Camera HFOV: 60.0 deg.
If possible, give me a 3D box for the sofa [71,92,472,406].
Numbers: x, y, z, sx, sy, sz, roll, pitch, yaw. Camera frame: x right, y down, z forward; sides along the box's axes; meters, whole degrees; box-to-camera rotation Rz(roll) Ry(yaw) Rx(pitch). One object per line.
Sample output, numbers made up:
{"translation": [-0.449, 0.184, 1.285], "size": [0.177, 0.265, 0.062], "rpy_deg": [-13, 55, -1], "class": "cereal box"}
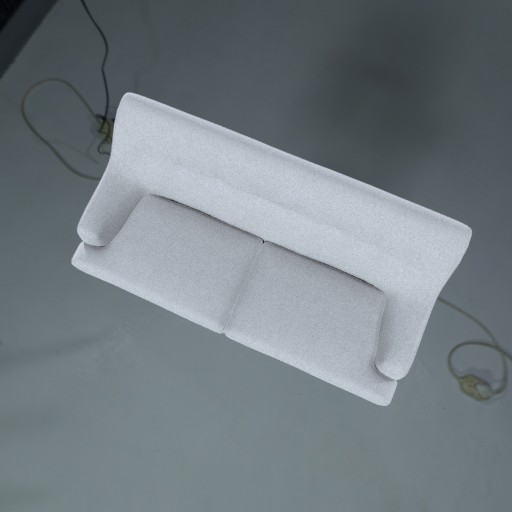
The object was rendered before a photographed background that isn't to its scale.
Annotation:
{"translation": [0.000, 0.000, 2.611], "size": [2.057, 0.871, 0.978], "rpy_deg": [23, 76, 6], "class": "sofa"}
